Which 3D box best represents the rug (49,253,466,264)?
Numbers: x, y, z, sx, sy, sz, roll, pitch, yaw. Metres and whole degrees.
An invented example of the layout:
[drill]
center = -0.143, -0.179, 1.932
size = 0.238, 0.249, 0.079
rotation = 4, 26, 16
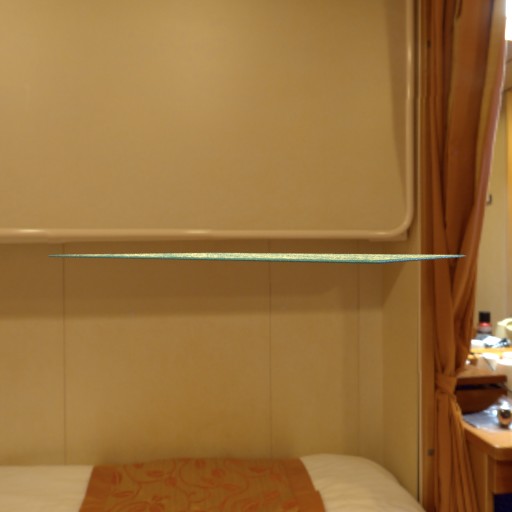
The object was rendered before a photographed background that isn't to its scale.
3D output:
[rug]
center = 0.000, 0.000, 2.859
size = 2.205, 0.012, 1.554
rotation = 1, 1, 36
